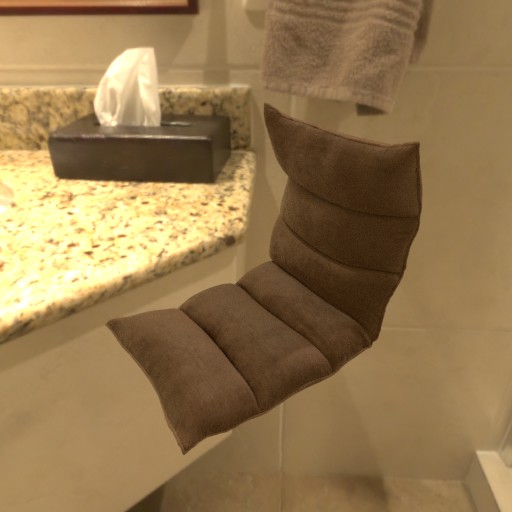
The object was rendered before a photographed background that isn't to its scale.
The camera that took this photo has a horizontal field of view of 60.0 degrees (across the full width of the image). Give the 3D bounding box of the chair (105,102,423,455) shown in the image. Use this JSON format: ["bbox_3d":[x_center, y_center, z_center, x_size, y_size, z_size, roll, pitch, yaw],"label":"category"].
[{"bbox_3d":[0.000,0.000,1.599,0.985,0.892,0.714,-19,35,-29],"label":"chair"}]
